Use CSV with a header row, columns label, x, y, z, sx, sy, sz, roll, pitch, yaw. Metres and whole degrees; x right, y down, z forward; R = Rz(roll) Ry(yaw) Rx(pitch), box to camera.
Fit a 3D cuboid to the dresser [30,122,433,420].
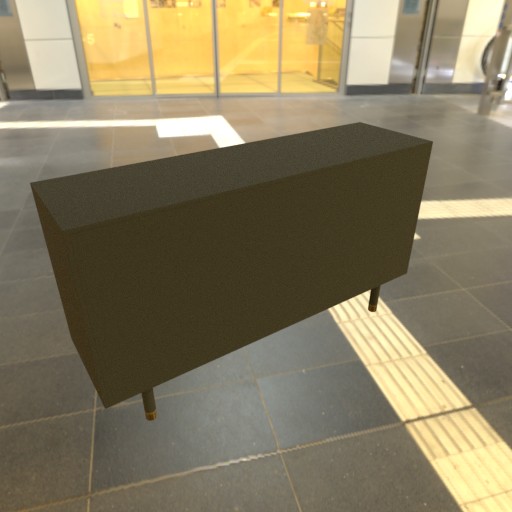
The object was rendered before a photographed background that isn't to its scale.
label,x,y,z,sx,sy,sz,roll,pitch,yaw
dresser,0.000,0.000,1.939,1.558,0.872,0.463,-19,35,-29
